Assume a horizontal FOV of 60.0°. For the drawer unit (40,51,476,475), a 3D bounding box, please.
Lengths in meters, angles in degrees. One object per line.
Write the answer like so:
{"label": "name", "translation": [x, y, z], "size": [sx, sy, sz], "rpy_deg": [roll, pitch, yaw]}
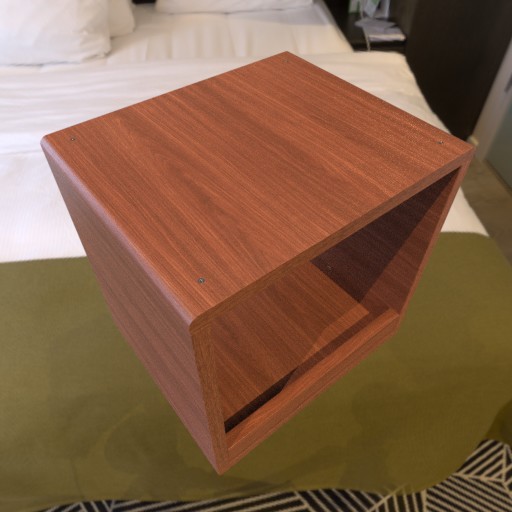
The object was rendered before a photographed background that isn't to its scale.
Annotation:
{"label": "drawer unit", "translation": [0.000, 0.000, 0.586], "size": [0.349, 0.351, 0.290], "rpy_deg": [-30, 54, -25]}
